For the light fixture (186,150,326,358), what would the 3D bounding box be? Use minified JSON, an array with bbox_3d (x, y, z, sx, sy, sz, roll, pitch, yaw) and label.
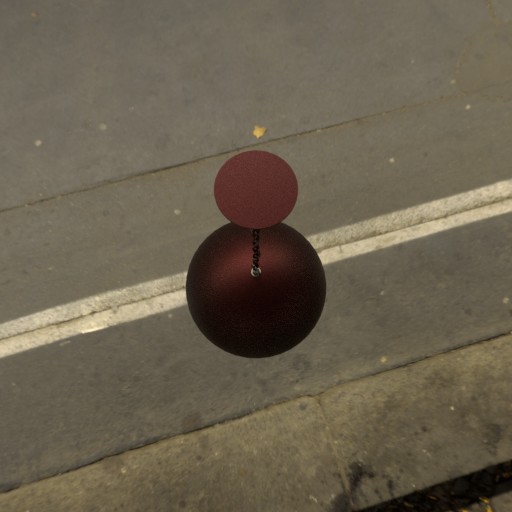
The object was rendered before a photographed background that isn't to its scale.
[{"bbox_3d":[0.000,0.000,1.146,0.492,0.869,0.492,-37,78,-9],"label":"light fixture"}]
